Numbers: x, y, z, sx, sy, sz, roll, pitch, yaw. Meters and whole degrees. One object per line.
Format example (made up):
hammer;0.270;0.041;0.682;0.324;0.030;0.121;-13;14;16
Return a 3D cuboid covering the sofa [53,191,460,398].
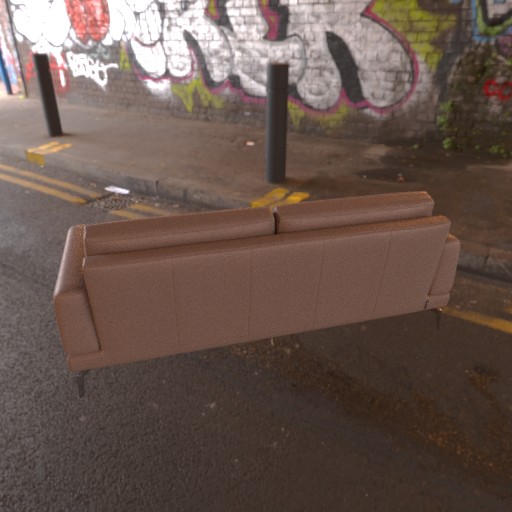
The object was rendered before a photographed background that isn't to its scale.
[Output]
sofa;0.000;0.000;2.403;1.940;0.765;0.974;-7;28;-14
